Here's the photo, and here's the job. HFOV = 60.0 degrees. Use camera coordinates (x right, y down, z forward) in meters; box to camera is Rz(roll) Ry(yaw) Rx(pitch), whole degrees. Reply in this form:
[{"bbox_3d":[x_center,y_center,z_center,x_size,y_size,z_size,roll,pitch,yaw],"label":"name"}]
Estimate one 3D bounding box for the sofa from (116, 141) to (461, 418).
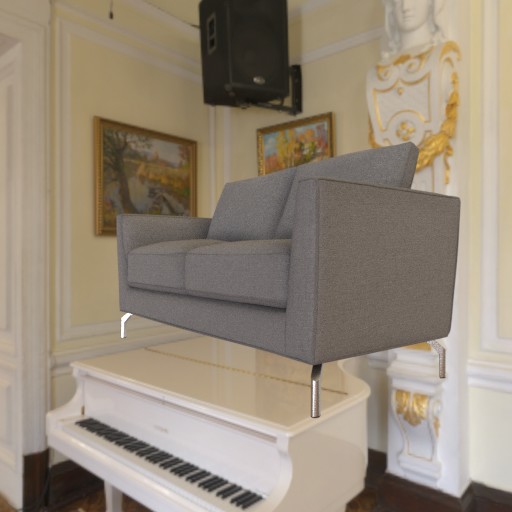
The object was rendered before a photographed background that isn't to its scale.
[{"bbox_3d":[0.000,0.000,2.105,0.803,0.924,1.594,0,0,-37],"label":"sofa"}]
